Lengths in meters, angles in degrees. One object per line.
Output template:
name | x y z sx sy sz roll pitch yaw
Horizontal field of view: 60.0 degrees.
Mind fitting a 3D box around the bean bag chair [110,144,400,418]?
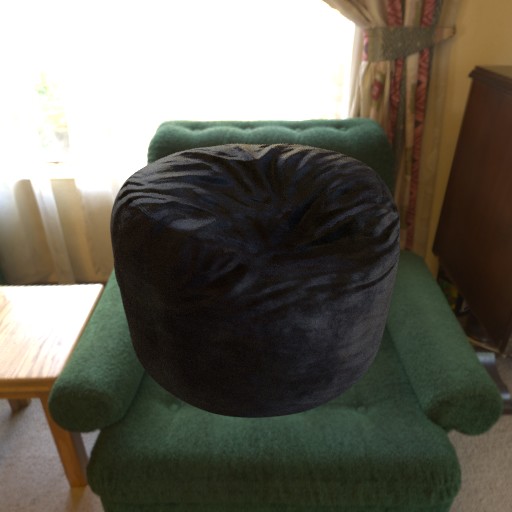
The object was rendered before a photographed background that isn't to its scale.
bean bag chair | 0.000 0.000 1.507 0.918 0.616 0.918 0 30 0
